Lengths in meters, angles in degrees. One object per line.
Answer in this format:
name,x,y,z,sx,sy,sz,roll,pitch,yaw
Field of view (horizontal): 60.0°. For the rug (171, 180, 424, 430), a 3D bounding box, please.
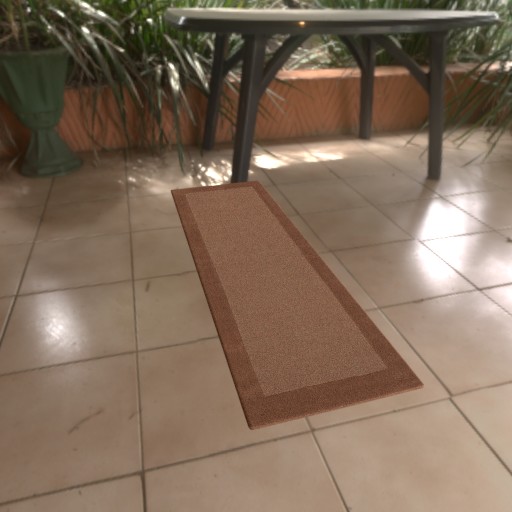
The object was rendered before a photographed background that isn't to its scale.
rug,0.000,0.000,2.764,0.764,0.017,2.439,-9,32,-14
